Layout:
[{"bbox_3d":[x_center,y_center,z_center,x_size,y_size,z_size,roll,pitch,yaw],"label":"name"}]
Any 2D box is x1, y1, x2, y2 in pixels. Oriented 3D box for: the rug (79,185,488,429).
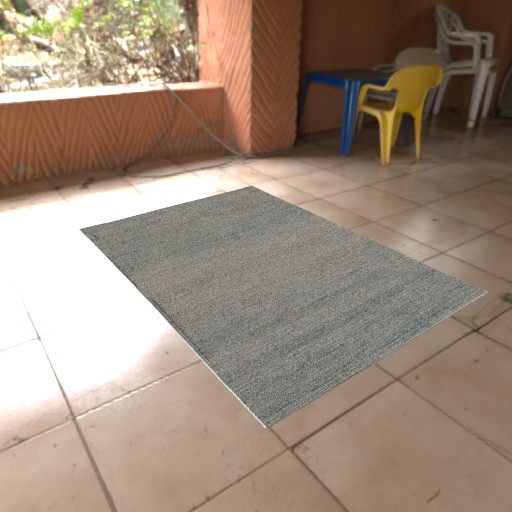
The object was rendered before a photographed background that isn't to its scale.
[{"bbox_3d":[0.000,0.000,2.928,1.613,0.030,2.306,-19,34,-32],"label":"rug"}]
